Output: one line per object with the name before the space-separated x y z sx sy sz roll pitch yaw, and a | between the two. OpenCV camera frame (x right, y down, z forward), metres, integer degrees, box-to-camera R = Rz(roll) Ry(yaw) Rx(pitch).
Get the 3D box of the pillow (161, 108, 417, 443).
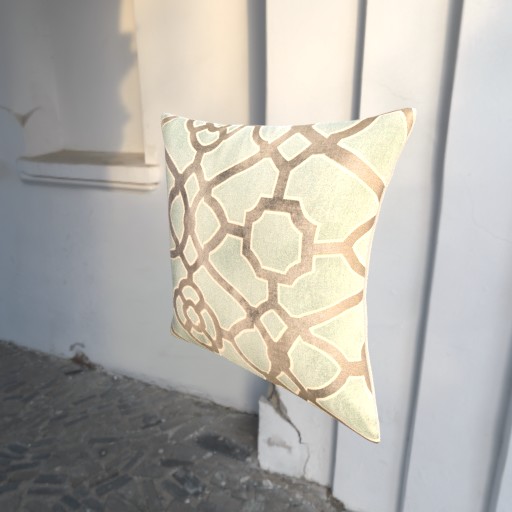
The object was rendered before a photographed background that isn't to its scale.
pillow | 0.000 0.000 0.814 0.552 0.508 0.166 16 23 41
